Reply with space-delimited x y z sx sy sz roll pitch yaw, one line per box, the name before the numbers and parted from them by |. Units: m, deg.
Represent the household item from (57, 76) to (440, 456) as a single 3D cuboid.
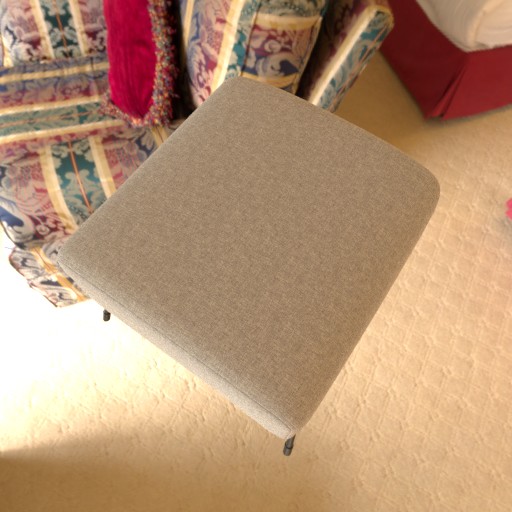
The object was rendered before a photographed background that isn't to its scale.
household item | 0.000 0.000 0.901 0.530 0.410 0.530 32 68 14
